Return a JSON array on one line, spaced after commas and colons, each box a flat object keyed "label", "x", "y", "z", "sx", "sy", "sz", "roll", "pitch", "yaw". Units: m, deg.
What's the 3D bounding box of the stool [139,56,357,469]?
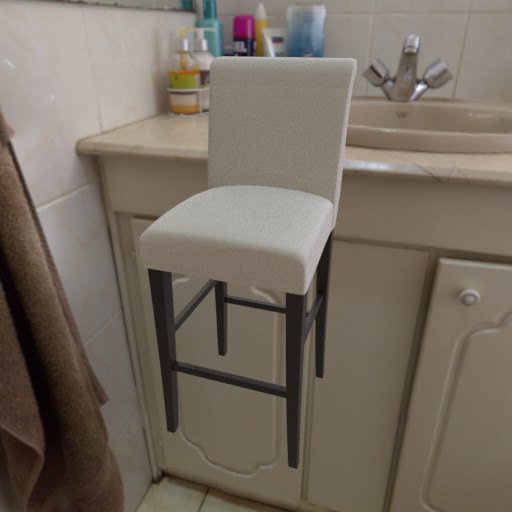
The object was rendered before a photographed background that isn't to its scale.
[{"label": "stool", "x": 0.000, "y": 0.000, "z": 1.395, "sx": 0.452, "sy": 1.124, "sz": 0.597, "roll": 9, "pitch": 28, "yaw": 17}]
